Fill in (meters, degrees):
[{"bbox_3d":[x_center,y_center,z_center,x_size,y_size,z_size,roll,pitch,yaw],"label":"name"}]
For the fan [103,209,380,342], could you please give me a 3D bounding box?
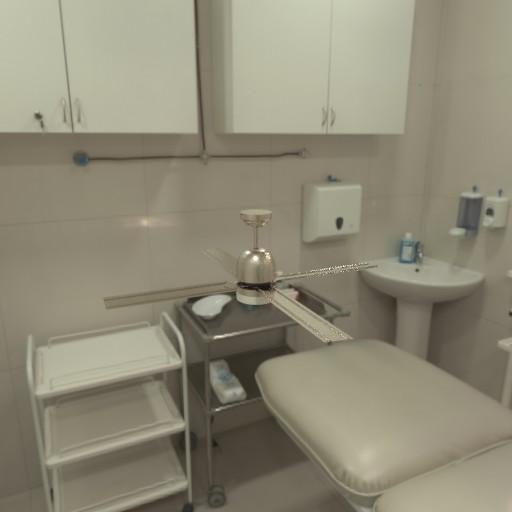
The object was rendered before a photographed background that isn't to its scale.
[{"bbox_3d":[0.000,0.000,2.026,1.346,0.406,1.346,-7,17,-25],"label":"fan"}]
